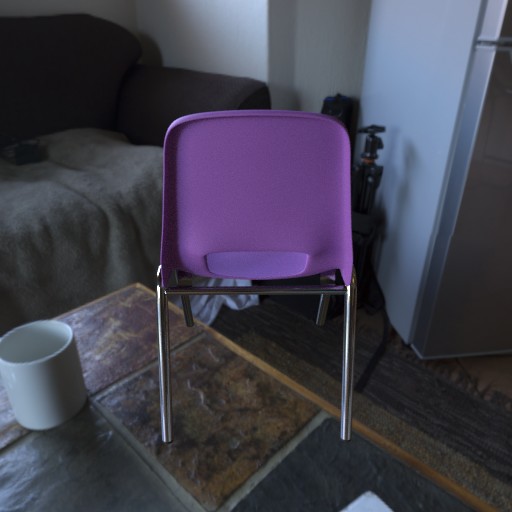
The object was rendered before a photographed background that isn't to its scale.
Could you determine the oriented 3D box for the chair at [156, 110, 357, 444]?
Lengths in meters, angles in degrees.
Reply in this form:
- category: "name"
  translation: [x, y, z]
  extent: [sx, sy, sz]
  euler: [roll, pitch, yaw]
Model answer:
- category: "chair"
  translation: [0.000, 0.000, 0.688]
  extent: [0.291, 0.493, 0.301]
  euler: [0, 29, -1]
